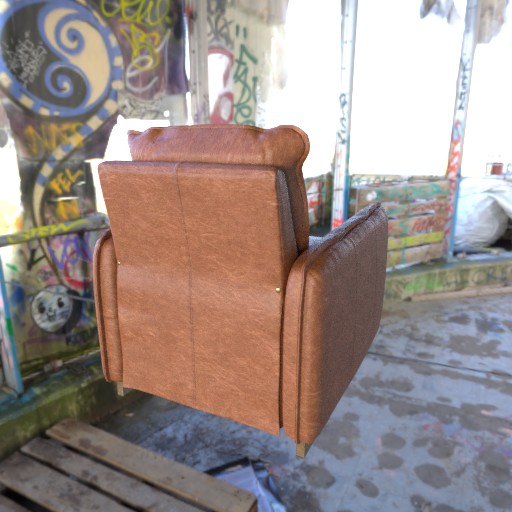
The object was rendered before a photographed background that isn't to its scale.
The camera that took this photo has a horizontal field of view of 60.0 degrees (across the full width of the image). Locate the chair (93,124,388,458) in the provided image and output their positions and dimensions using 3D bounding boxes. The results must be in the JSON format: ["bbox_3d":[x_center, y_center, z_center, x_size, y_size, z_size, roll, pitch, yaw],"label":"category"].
[{"bbox_3d":[0.000,0.000,1.635,0.830,0.922,0.922,8,17,26],"label":"chair"}]
